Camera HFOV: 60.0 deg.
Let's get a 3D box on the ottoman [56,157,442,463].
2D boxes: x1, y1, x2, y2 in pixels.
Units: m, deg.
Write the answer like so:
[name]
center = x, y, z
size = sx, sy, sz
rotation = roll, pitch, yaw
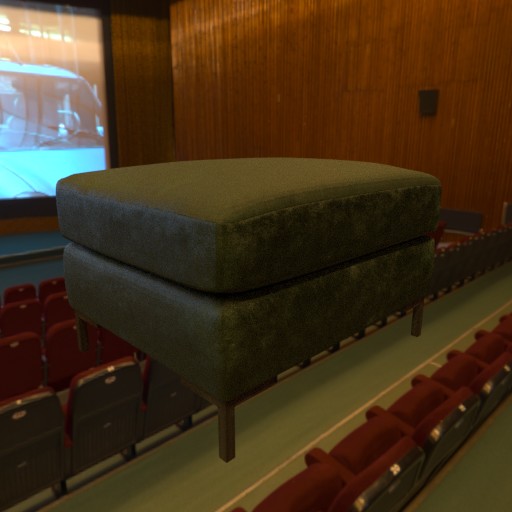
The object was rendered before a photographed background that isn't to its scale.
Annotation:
[ottoman]
center = 0.000, 0.000, 1.264
size = 0.839, 0.538, 0.701
rotation = -14, 21, -43
